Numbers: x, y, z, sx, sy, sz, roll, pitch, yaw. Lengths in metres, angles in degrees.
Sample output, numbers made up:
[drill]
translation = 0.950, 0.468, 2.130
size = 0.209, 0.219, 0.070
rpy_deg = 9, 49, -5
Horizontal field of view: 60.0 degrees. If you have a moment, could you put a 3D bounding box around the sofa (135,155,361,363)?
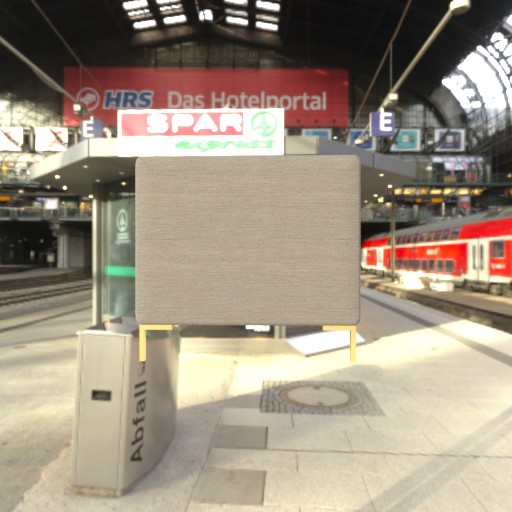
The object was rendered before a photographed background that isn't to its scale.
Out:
[sofa]
translation = 0.000, 0.000, 2.314
size = 0.686, 0.635, 1.981
rpy_deg = 0, 0, 2
